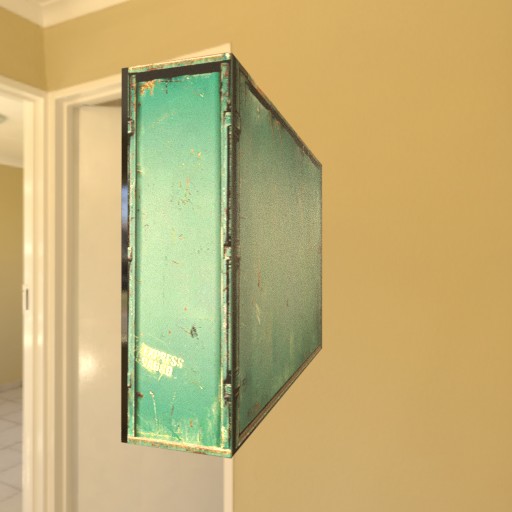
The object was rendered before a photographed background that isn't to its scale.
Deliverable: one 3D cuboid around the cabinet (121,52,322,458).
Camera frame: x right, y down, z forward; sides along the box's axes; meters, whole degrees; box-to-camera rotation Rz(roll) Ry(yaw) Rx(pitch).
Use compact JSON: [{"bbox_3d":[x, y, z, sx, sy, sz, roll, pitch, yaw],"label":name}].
[{"bbox_3d":[0.000,0.000,3.885,0.680,2.160,3.001,0,0,18],"label":"cabinet"}]
